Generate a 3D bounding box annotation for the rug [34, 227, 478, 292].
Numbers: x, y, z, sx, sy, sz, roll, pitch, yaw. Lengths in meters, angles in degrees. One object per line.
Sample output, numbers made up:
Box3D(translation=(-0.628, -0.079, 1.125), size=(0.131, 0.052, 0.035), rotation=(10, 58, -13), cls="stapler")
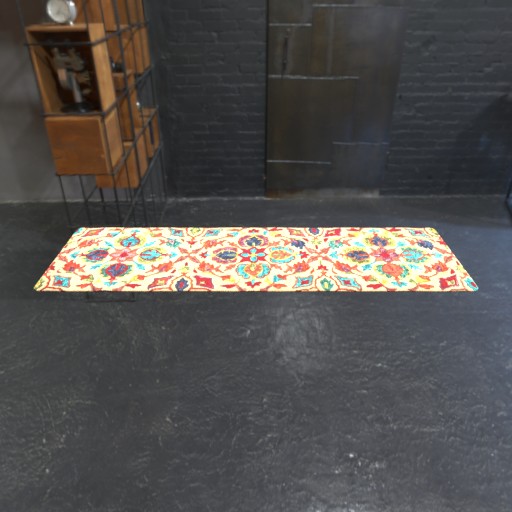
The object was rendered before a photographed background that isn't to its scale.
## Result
Box3D(translation=(0.000, 0.000, 2.541), size=(2.273, 0.016, 0.693), rotation=(0, 31, 0), cls="rug")
